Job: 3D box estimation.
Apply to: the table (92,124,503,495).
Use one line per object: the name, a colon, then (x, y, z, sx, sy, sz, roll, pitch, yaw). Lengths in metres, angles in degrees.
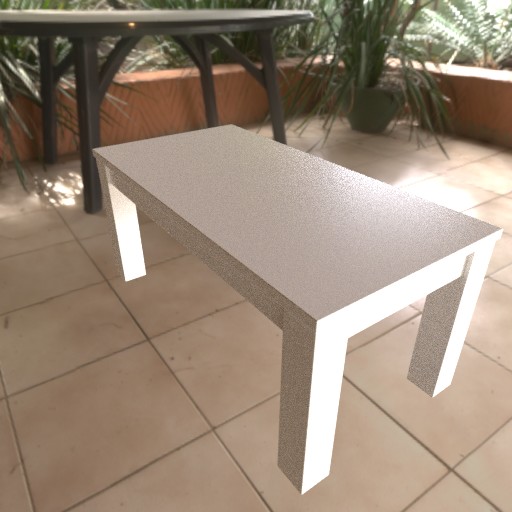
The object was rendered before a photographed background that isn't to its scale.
table: (0.000, 0.000, 2.199, 0.900, 0.790, 1.800, -20, 36, -30)
